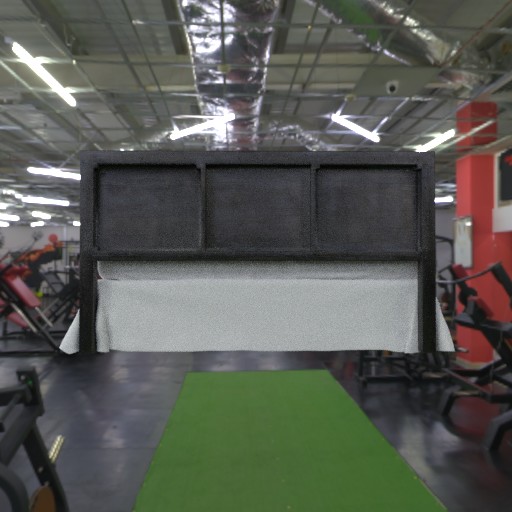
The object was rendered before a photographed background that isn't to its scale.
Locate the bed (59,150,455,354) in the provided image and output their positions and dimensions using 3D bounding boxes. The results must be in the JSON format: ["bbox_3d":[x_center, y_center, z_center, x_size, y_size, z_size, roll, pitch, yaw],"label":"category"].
[{"bbox_3d":[0.000,0.000,3.562,2.255,1.158,2.165,0,-1,-1],"label":"bed"}]
